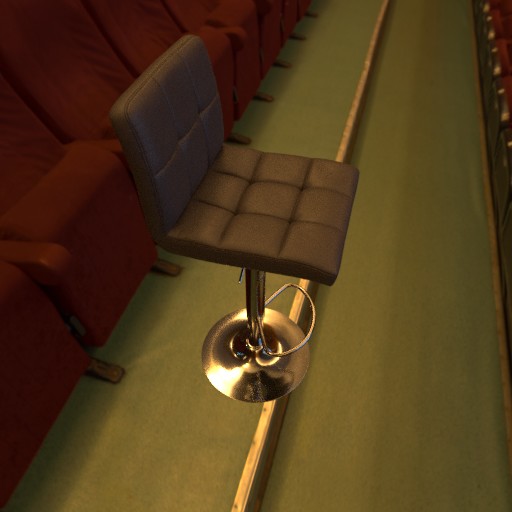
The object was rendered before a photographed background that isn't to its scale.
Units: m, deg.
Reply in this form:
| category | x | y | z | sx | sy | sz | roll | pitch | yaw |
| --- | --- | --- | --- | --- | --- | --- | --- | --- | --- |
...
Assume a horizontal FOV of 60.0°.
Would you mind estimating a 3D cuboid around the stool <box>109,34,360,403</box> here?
| category | x | y | z | sx | sy | sz | roll | pitch | yaw |
| --- | --- | --- | --- | --- | --- | --- | --- | --- | --- |
| stool | 0.000 | 0.000 | 1.342 | 0.505 | 1.115 | 0.430 | 12 | 48 | 11 |
